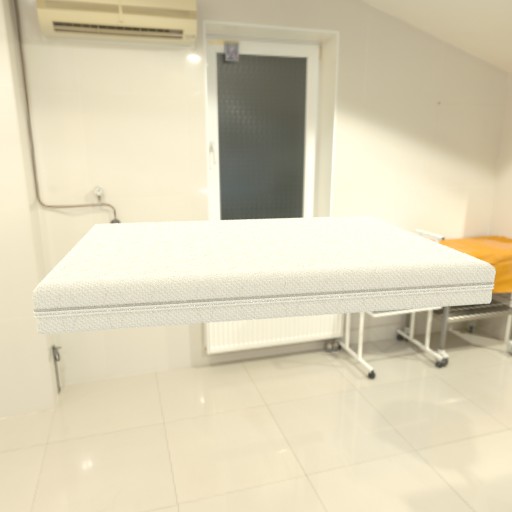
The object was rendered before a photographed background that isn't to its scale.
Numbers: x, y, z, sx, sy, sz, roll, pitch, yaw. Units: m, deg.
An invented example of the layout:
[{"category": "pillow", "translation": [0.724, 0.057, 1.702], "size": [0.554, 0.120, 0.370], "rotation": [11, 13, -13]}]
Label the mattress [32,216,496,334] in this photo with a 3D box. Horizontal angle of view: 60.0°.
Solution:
[{"category": "mattress", "translation": [0.000, 0.000, 2.543], "size": [2.000, 0.200, 1.400], "rotation": [-3, 15, -10]}]
